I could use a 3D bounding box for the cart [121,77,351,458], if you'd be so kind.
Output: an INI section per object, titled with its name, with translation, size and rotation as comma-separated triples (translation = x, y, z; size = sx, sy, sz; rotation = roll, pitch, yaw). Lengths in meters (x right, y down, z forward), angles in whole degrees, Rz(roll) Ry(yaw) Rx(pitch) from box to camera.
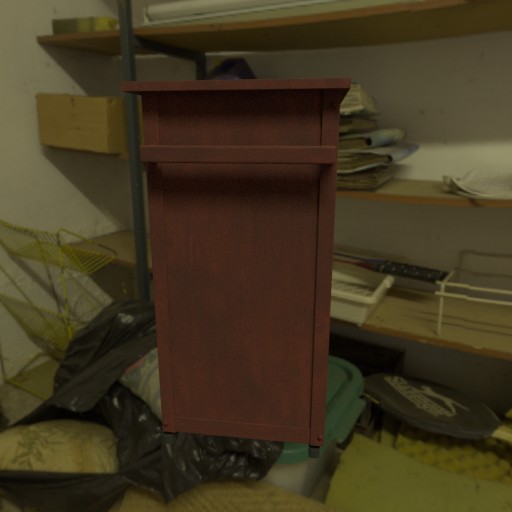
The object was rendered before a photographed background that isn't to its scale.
[cart]
translation = 0.000, 0.000, 1.259
size = 0.442, 0.864, 0.683
rotation = 2, 15, 8
